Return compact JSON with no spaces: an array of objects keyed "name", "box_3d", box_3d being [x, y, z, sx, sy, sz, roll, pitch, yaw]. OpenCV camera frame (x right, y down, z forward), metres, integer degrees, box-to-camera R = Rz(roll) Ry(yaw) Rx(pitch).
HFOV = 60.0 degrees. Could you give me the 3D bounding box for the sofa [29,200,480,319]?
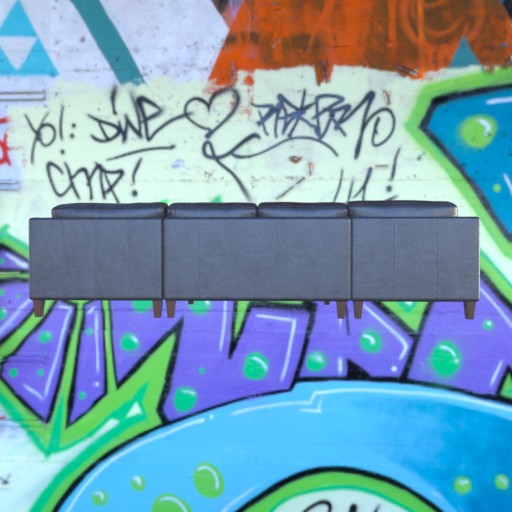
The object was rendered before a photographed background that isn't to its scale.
[{"name":"sofa","box_3d":[0.000,0.000,4.464,3.324,0.891,2.452,0,1,2]}]
